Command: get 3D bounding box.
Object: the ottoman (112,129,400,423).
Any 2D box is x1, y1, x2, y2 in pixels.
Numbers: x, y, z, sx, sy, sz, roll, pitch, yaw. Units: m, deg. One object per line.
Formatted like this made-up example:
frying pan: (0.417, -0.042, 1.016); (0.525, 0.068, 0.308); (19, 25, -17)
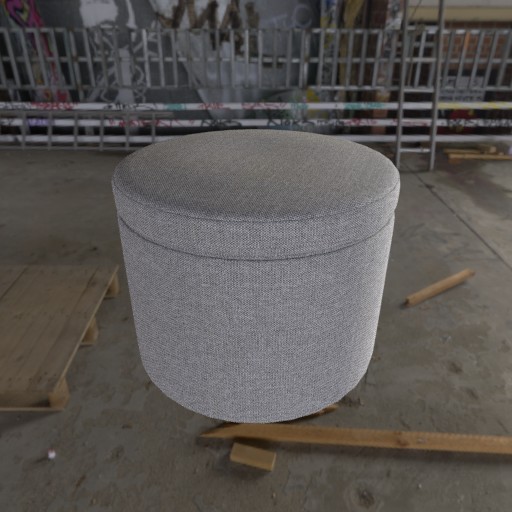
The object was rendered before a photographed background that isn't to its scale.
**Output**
ottoman: (0.000, 0.000, 0.882); (0.500, 0.419, 0.500); (0, 29, 0)
